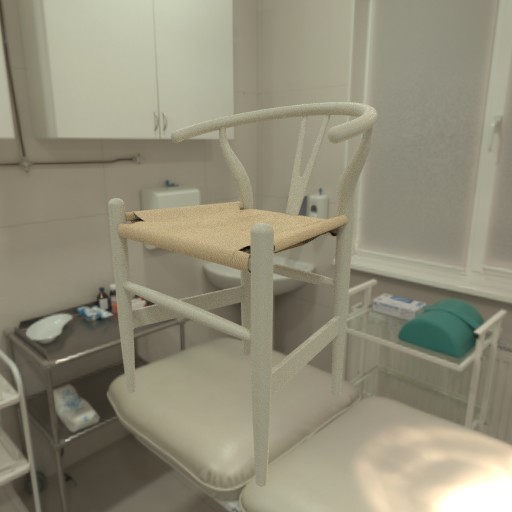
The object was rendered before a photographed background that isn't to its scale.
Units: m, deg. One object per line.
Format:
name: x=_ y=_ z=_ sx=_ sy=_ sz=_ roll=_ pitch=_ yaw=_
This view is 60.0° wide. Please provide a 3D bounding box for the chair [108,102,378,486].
chair: x=0.000 y=0.000 z=1.084 sx=0.533 sy=0.736 sz=0.500 roll=14 pitch=20 yaw=42
